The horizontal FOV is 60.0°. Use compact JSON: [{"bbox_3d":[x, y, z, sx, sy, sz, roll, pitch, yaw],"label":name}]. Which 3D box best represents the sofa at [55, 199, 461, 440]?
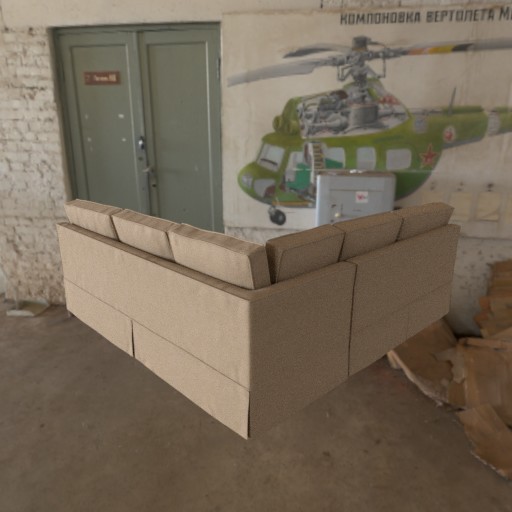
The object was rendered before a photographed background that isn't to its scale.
[{"bbox_3d":[0.000,0.000,4.244,2.730,1.124,2.733,-15,22,-42],"label":"sofa"}]
